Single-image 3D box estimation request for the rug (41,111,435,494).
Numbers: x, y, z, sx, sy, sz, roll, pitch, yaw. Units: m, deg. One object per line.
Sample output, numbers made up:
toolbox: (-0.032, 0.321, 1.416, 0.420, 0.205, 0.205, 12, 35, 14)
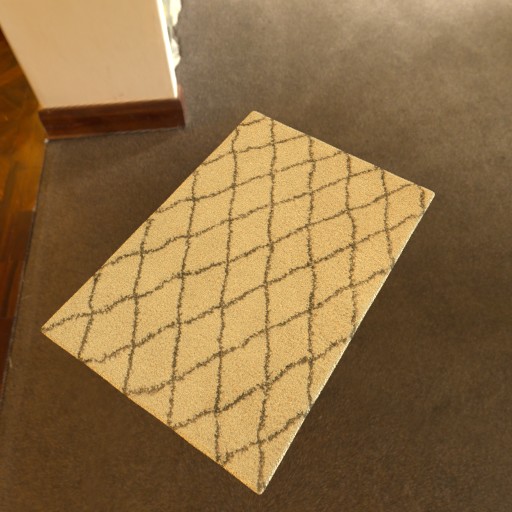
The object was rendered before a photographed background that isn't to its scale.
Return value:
rug: (0.000, 0.000, 2.257, 1.219, 0.030, 1.778, 29, 63, 17)
